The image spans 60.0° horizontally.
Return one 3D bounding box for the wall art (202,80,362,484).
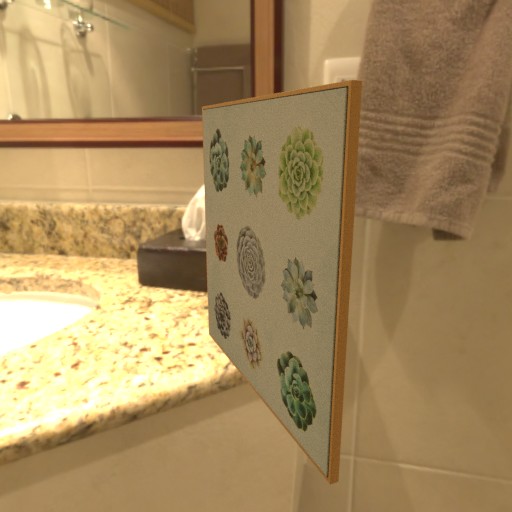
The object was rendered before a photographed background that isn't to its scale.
[{"bbox_3d":[0.000,0.000,0.675,0.013,0.455,0.457,-7,17,-23],"label":"wall art"}]
